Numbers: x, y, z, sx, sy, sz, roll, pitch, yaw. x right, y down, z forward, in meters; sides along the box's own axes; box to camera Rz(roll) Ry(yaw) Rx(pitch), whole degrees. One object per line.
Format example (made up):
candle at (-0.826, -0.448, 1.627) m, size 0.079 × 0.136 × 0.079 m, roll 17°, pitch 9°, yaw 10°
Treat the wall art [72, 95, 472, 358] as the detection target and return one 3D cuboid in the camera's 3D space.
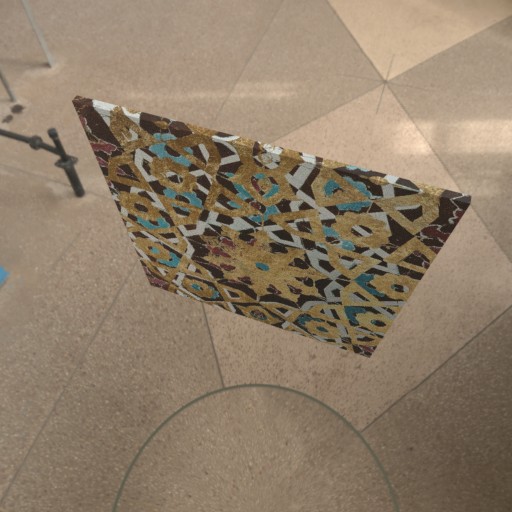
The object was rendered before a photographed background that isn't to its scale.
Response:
wall art at (0.000, 0.000, 0.600) m, size 0.404 × 0.406 × 0.010 m, roll 17°, pitch 60°, yaw 10°
